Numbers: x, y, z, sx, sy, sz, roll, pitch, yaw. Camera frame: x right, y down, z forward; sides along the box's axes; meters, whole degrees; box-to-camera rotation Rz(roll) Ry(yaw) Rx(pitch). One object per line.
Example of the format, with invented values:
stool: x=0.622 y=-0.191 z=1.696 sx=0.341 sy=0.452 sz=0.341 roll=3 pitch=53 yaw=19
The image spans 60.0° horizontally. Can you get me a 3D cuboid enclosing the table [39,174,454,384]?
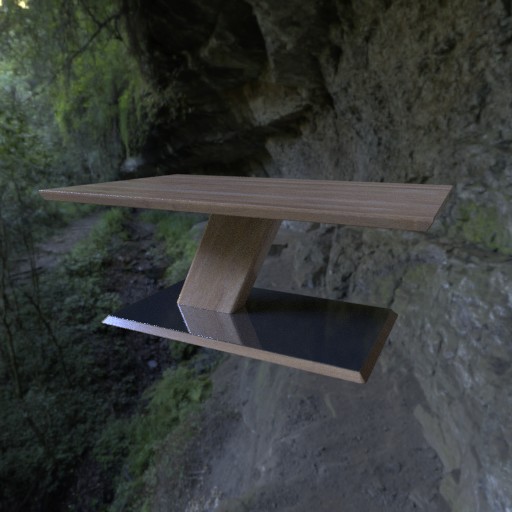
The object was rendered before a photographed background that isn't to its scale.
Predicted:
table: x=0.000 y=0.000 z=1.440 sx=1.100 sy=0.441 sz=0.692 roll=7 pitch=16 yaw=25
